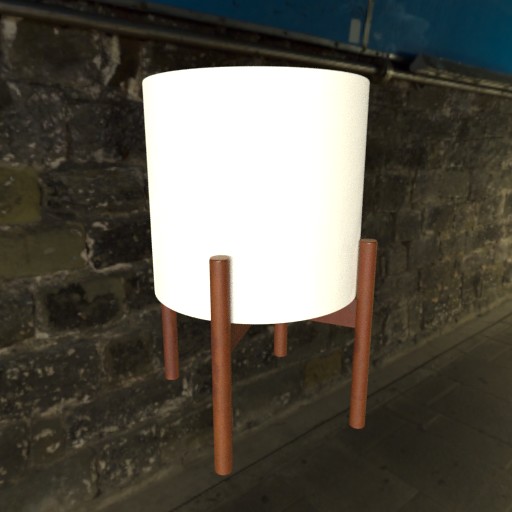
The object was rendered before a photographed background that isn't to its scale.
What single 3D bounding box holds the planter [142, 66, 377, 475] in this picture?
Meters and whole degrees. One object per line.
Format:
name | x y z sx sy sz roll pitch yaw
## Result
planter | 0.000 0.000 0.922 0.417 0.670 0.417 -7 16 -24
